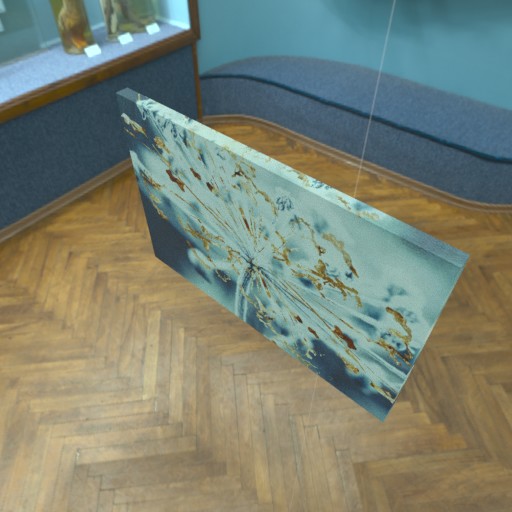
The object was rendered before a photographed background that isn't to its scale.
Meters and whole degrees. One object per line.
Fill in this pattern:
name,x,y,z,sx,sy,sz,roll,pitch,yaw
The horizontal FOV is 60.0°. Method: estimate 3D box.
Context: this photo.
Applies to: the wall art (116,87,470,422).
wall art,0.000,0.000,1.154,0.912,0.608,0.038,32,55,27
